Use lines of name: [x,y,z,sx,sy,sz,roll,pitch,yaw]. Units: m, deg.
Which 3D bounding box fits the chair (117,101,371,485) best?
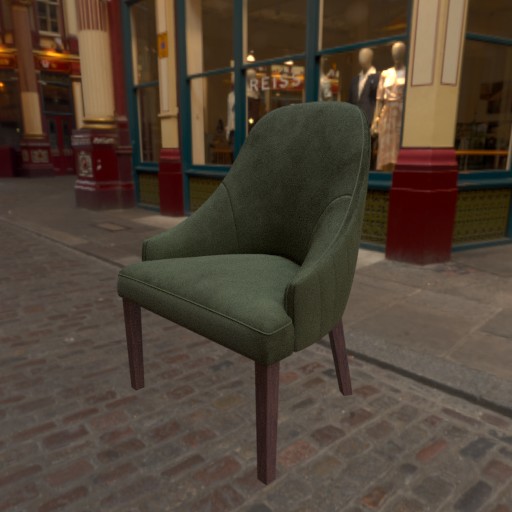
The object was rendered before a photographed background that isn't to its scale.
chair: [0.000,0.000,1.303,0.643,0.889,0.575,14,20,43]
